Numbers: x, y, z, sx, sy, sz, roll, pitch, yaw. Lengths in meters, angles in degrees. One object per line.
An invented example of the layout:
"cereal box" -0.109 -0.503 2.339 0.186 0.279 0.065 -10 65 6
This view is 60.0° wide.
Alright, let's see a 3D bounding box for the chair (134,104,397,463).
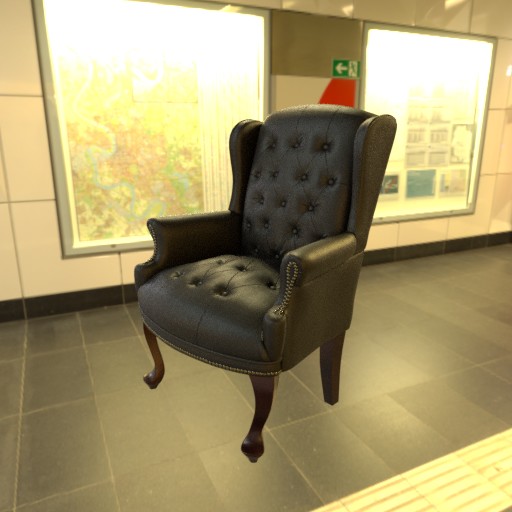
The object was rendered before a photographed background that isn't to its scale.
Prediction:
"chair" 0.000 0.000 1.705 0.822 1.133 0.831 -15 22 -43
